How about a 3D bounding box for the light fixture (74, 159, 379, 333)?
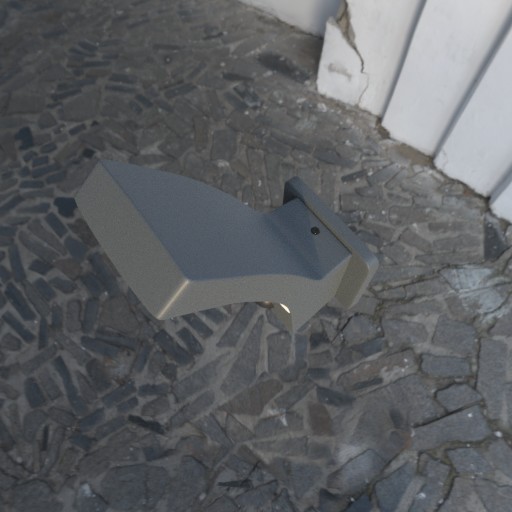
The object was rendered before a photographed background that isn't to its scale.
[{"bbox_3d":[0.000,0.000,0.324,0.174,0.243,0.108,-34,68,-16],"label":"light fixture"}]
